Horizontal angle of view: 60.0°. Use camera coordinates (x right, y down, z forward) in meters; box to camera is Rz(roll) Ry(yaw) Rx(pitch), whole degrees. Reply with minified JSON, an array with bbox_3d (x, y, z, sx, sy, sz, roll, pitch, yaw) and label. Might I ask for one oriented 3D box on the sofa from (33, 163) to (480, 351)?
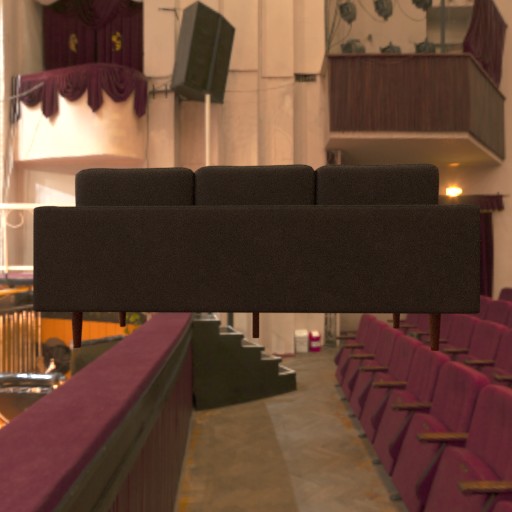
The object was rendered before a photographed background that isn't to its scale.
[{"bbox_3d":[0.000,0.000,2.444,2.029,0.899,0.879,0,0,2],"label":"sofa"}]
